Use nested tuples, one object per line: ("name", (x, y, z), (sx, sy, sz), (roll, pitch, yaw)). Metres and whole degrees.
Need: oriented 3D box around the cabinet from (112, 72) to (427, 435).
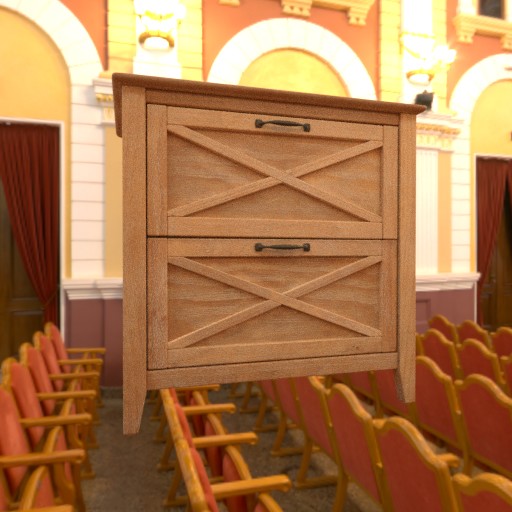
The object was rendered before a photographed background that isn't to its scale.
("cabinet", (0.000, 0.000, 1.256), (0.763, 0.762, 0.503), (0, 1, -16))
